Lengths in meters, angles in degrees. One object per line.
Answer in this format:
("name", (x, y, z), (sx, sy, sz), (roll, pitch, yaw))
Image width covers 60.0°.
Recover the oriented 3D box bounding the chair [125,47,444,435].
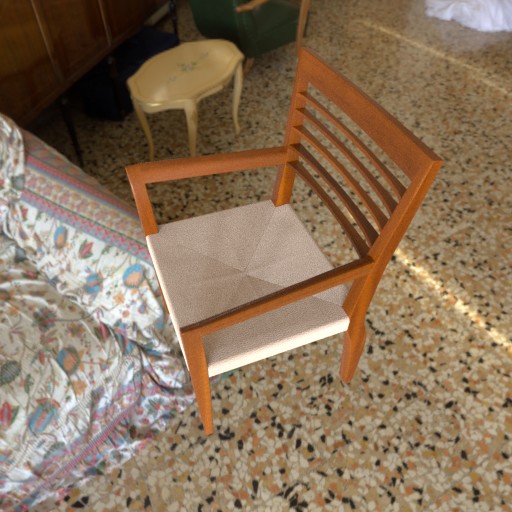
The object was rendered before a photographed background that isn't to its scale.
("chair", (0.000, 0.000, 1.227), (0.540, 0.855, 0.587), (-16, 49, -15))
